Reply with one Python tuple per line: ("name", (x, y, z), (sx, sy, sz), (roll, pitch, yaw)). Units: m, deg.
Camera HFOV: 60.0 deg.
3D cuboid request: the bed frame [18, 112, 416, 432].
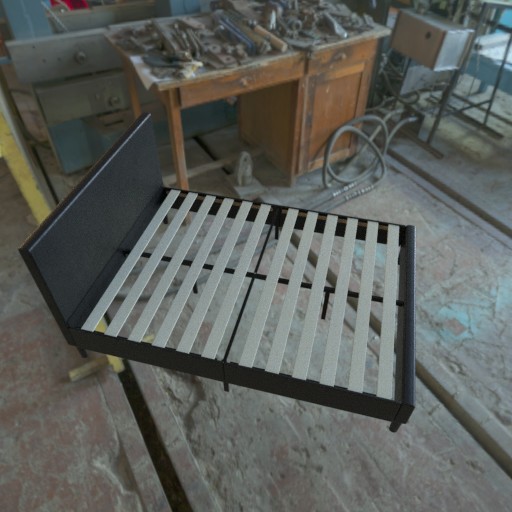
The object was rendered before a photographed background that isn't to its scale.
("bed frame", (0.000, 0.000, 3.201), (2.318, 1.127, 1.634), (10, 46, 10))
